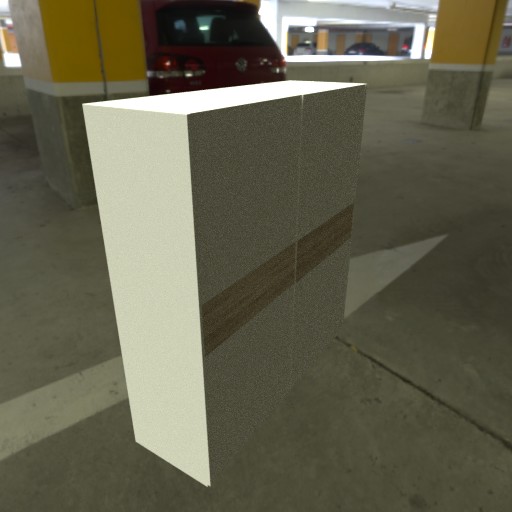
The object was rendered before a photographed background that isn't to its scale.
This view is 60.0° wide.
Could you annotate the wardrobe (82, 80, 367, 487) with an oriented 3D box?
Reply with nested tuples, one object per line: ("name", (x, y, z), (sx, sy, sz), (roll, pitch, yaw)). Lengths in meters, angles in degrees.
("wardrobe", (0.000, 0.000, 2.896), (0.600, 2.020, 1.830), (16, 29, 30))
